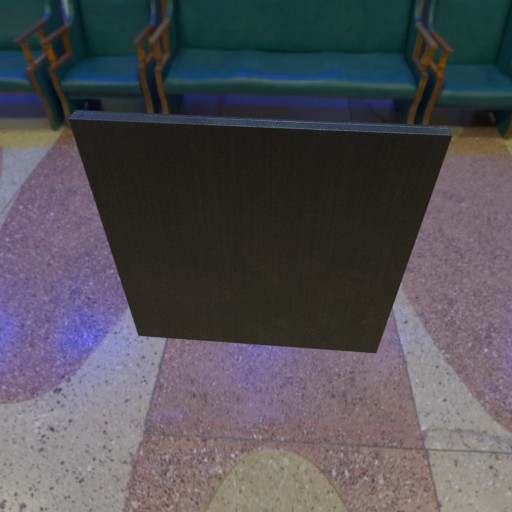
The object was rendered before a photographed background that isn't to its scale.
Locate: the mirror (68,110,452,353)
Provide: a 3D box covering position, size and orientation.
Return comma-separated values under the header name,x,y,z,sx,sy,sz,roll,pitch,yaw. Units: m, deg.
name,x,y,z,sx,sy,sz,roll,pitch,yaw
mirror,0.000,0.000,0.579,0.382,0.381,0.020,3,45,3
